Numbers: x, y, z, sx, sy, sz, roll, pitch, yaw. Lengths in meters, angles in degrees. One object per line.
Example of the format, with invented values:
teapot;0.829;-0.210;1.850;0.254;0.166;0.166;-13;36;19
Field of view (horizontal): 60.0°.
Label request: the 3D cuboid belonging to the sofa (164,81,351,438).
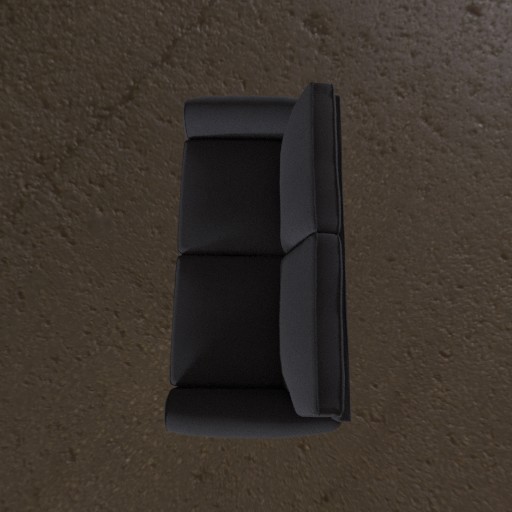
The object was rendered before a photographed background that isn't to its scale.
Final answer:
sofa;0.000;0.000;2.641;0.951;1.031;2.009;1;76;0
